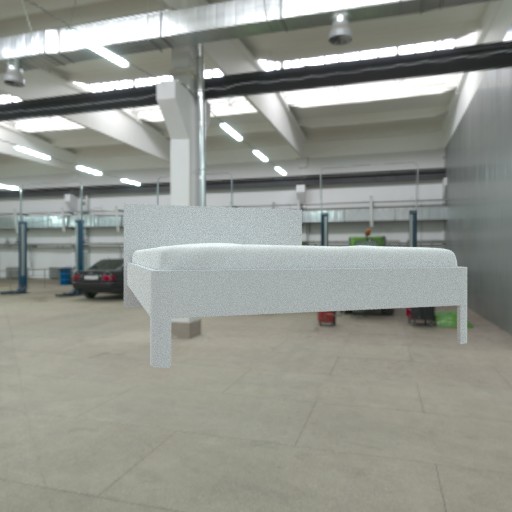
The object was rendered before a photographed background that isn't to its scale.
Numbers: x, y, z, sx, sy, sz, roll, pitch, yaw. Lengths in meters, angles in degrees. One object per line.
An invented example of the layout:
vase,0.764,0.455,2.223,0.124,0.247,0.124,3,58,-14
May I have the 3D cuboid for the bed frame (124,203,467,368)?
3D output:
bed frame,0.000,0.000,2.731,1.490,0.800,1.950,0,0,-19
